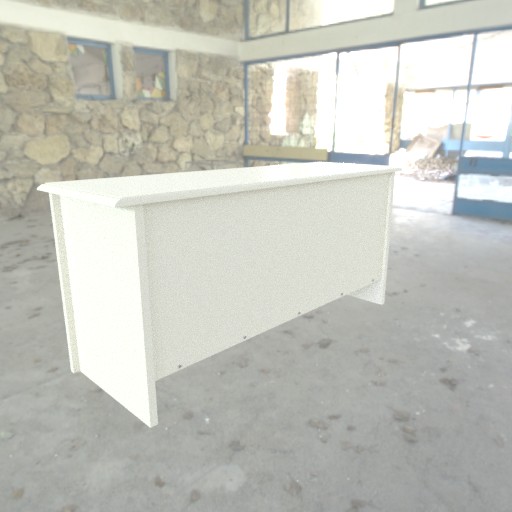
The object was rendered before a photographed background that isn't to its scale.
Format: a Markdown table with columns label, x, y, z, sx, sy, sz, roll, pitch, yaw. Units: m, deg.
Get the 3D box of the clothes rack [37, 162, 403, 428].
| label | x | y | z | sx | sy | sz | roll | pitch | yaw |
| --- | --- | --- | --- | --- | --- | --- | --- | --- | --- |
| clothes rack | 0.000 | 0.000 | 1.506 | 0.405 | 0.558 | 1.218 | 15 | 21 | 42 |
